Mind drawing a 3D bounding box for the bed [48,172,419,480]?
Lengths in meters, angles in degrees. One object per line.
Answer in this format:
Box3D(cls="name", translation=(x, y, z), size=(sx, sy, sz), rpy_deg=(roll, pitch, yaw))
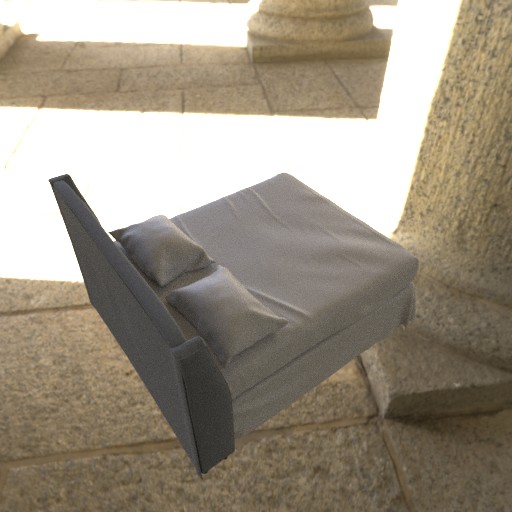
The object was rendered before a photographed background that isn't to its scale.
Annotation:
Box3D(cls="bed", translation=(0.000, 0.000, 3.467), size=(2.276, 1.332, 1.925), rpy_deg=(-26, 48, -26))
